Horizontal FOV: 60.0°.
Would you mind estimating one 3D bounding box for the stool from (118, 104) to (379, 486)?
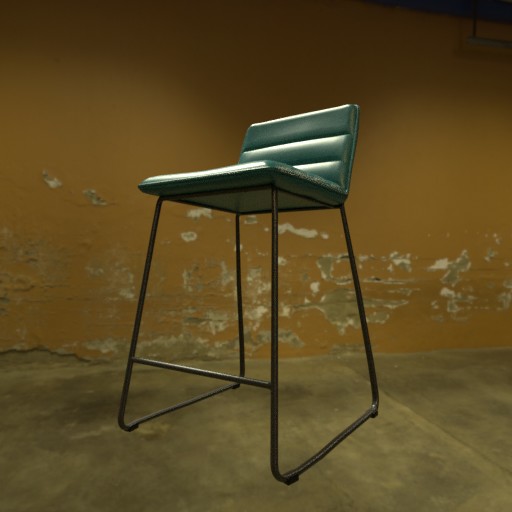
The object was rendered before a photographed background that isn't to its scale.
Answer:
[{"bbox_3d":[0.000,0.000,1.155,0.489,0.866,0.524,0,-1,34],"label":"stool"}]
